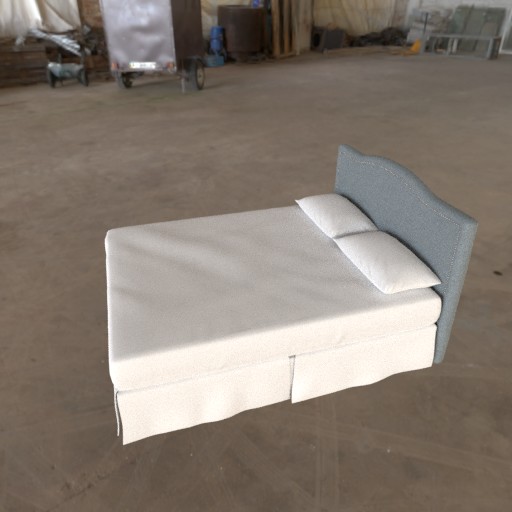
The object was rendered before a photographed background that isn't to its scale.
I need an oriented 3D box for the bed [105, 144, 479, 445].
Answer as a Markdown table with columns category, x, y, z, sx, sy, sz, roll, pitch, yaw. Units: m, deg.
| category | x | y | z | sx | sy | sz | roll | pitch | yaw |
| --- | --- | --- | --- | --- | --- | --- | --- | --- | --- |
| bed | 0.000 | 0.000 | 3.949 | 2.689 | 1.457 | 2.161 | -9 | 31 | -15 |
